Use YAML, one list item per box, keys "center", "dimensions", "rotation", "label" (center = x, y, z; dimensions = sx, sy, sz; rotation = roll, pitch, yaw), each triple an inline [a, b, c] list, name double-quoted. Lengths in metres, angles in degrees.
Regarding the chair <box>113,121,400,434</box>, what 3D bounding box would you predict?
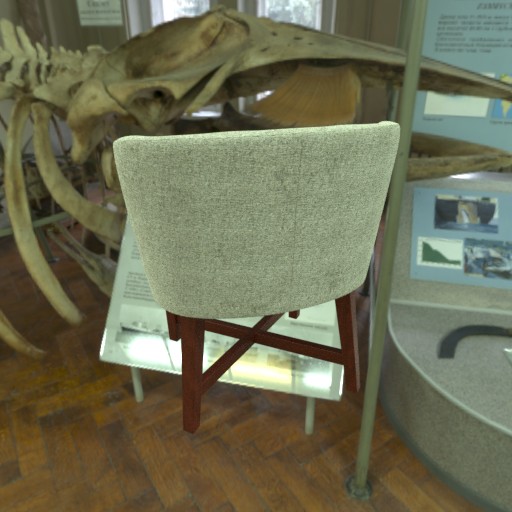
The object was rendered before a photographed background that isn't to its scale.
- center: [0.000, 0.000, 1.324]
  dimensions: [0.728, 0.827, 0.575]
  rotation: [-8, 27, -16]
  label: "chair"
